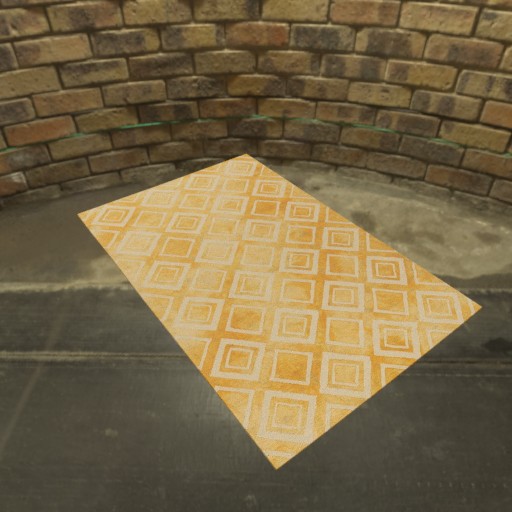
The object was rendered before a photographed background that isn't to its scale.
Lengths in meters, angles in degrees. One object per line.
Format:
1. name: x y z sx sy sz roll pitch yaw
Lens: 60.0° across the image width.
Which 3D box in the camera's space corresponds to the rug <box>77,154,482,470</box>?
1. rug: 0.000 0.000 2.293 1.213 0.010 1.829 -26 48 -27
